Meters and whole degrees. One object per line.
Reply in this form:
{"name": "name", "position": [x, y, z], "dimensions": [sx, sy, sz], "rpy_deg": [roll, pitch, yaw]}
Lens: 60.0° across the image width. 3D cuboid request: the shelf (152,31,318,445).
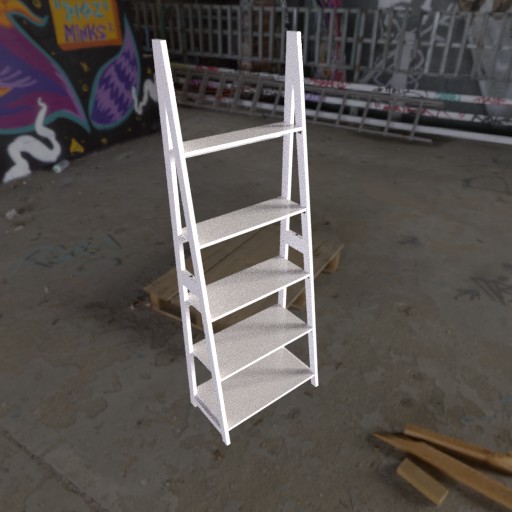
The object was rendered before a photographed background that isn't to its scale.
{"name": "shelf", "position": [0.000, 0.000, 2.007], "dimensions": [0.636, 1.779, 0.341], "rpy_deg": [-22, 37, -32]}
